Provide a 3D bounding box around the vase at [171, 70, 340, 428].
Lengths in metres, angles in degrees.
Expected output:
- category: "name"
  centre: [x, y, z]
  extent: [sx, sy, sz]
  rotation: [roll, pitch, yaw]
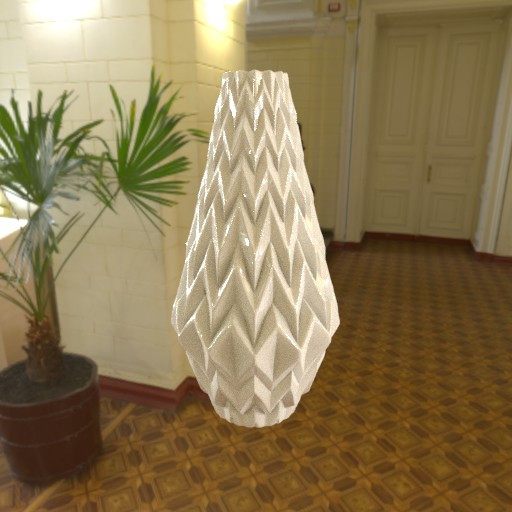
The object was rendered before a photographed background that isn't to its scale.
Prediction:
- category: "vase"
  centre: [0.000, 0.000, 0.428]
  extent: [0.167, 0.328, 0.167]
  rotation: [0, 17, 0]
